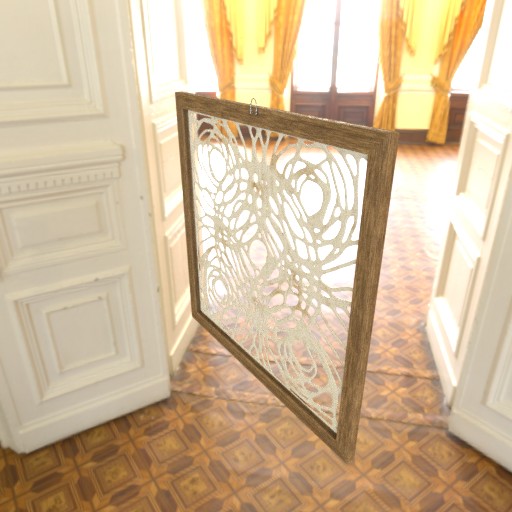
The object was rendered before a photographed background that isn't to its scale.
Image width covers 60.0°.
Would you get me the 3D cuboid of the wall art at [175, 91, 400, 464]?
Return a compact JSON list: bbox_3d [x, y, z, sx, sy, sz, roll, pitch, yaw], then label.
[{"bbox_3d":[0.000,0.000,0.847,0.021,0.576,0.561,-18,31,-32],"label":"wall art"}]
